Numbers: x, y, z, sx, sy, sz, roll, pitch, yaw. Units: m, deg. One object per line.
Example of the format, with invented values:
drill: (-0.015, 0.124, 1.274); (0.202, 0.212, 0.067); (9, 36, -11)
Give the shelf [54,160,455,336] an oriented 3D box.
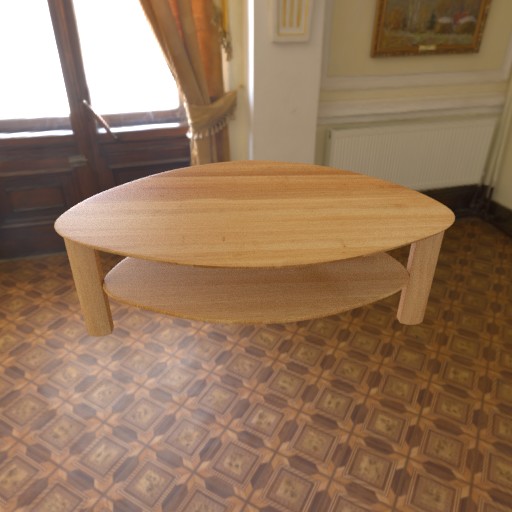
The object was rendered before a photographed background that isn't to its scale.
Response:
shelf: (0.000, 0.000, 1.610); (1.246, 0.440, 0.845); (-2, 31, -3)
